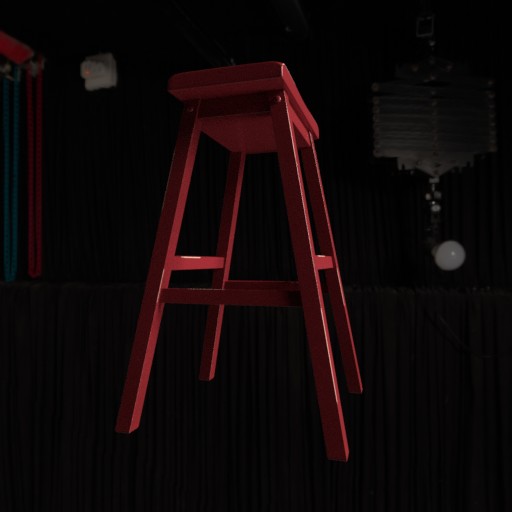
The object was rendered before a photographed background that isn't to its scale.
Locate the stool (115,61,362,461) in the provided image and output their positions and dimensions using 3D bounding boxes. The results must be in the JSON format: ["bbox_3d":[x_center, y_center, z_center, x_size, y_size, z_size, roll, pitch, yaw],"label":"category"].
[{"bbox_3d":[0.000,0.000,1.077,0.476,0.737,0.457,0,-1,17],"label":"stool"}]
